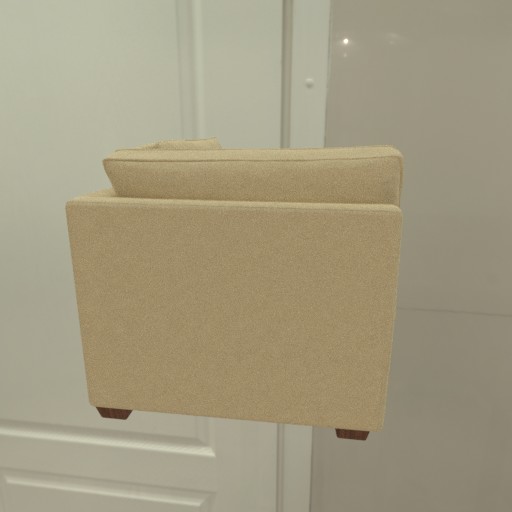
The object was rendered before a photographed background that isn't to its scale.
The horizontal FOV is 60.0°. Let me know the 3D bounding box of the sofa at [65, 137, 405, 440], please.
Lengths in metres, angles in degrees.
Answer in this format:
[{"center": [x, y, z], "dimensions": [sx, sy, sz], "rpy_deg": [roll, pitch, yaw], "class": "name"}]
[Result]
[{"center": [0.000, 0.000, 1.965], "dimensions": [1.084, 1.002, 1.146], "rpy_deg": [2, 16, 8], "class": "sofa"}]
